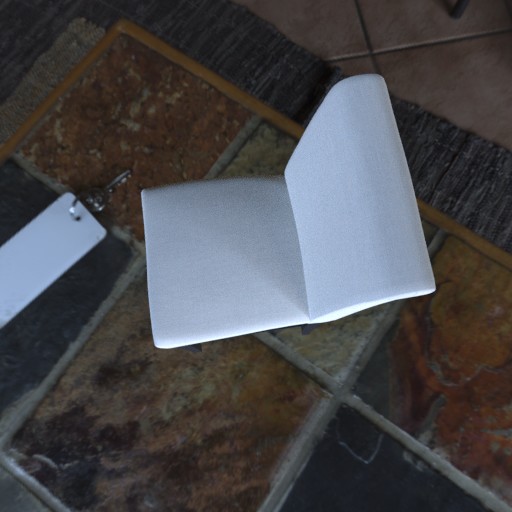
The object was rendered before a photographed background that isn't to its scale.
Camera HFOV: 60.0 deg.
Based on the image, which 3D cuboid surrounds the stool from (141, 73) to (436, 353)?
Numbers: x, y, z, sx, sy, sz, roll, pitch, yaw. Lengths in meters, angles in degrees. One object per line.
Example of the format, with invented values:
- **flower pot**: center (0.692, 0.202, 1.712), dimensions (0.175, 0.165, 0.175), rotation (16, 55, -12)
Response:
- **stool**: center (0.000, 0.000, 1.284), dimensions (0.597, 0.976, 0.452), rotation (-8, 76, -2)
